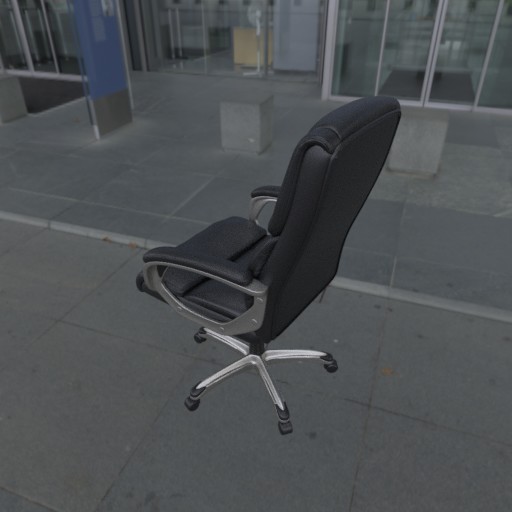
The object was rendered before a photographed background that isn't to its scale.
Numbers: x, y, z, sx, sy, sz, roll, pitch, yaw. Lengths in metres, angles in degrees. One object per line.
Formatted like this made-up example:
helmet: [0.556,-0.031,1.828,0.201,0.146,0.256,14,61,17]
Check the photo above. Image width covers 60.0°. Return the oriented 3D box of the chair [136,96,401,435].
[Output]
chair: [0.000,0.000,1.587,0.739,1.155,0.663,21,38,29]
